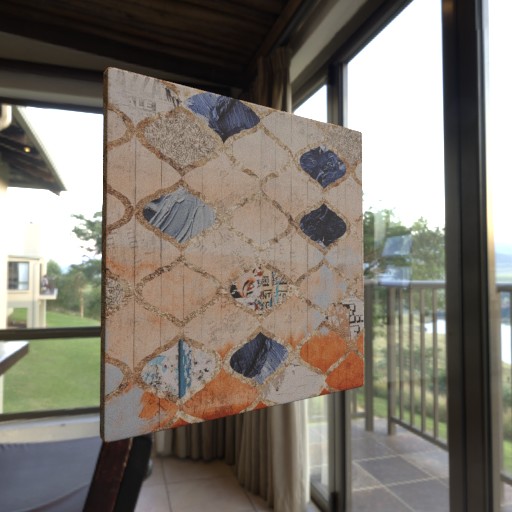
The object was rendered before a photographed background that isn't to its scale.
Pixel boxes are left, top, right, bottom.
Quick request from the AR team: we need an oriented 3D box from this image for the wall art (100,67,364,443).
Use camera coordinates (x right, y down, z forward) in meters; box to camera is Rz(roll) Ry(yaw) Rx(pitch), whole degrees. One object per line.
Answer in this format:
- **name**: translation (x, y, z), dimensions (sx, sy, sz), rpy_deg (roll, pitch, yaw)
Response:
- **wall art**: translation (0.000, 0.000, 1.346), dimensions (0.912, 0.914, 0.039), rpy_deg (1, -2, -35)
